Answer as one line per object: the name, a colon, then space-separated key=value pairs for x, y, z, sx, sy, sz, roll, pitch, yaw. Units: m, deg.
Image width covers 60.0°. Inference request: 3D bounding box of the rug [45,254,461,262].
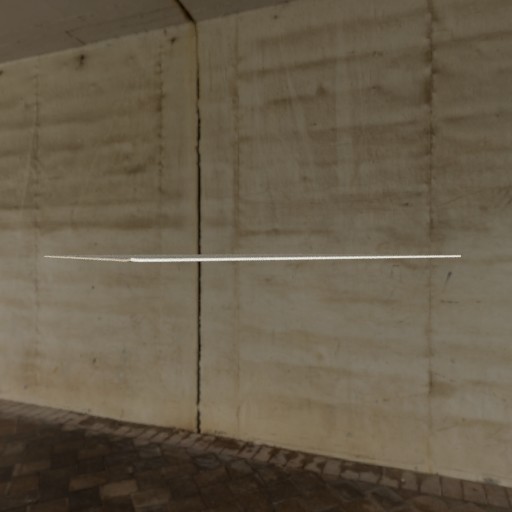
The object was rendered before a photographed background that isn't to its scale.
rug: x=0.000 y=0.000 z=2.880 sx=2.244 sy=0.017 sz=1.532 roll=0 pitch=1 yaw=-36
